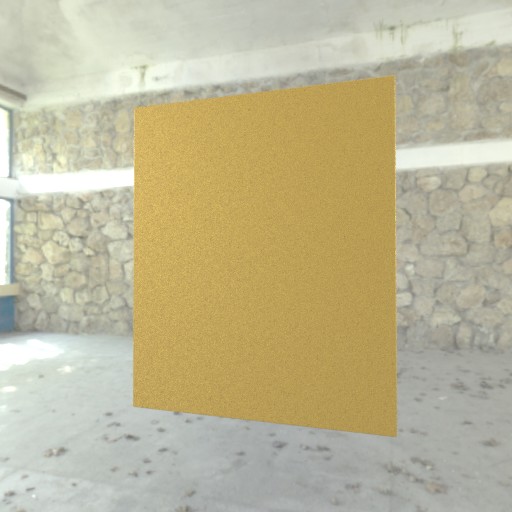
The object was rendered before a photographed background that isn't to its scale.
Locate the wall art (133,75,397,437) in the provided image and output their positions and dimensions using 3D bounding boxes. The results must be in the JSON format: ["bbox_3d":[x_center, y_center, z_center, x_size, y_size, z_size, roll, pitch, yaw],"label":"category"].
[{"bbox_3d":[0.000,0.000,0.890,0.537,0.642,0.048,0,-1,18],"label":"wall art"}]
